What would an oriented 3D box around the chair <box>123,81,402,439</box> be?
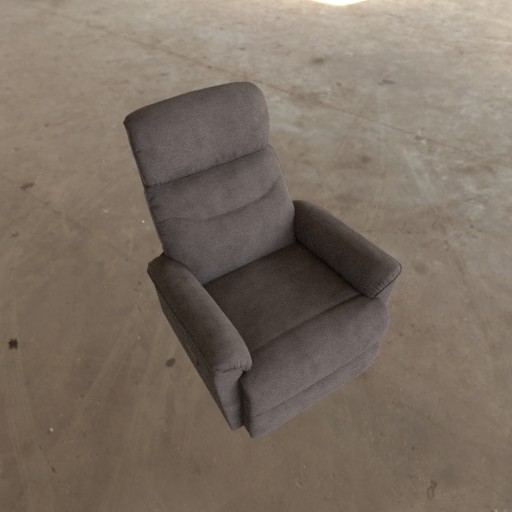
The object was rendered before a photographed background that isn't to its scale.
[{"bbox_3d":[0.000,0.000,1.803,0.830,1.036,1.009,-25,50,-22],"label":"chair"}]
